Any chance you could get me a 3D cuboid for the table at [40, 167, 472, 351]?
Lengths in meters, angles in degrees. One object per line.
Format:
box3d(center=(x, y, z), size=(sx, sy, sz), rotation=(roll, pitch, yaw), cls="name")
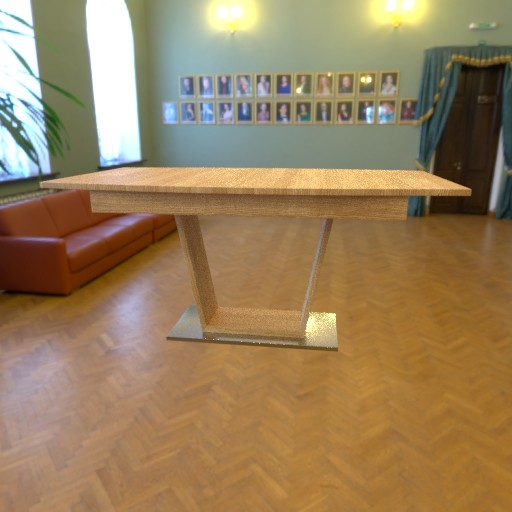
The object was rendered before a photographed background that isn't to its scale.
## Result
box3d(center=(0.000, 0.000, 2.090), size=(1.598, 0.748, 0.900), rotation=(2, 16, 8), cls="table")
